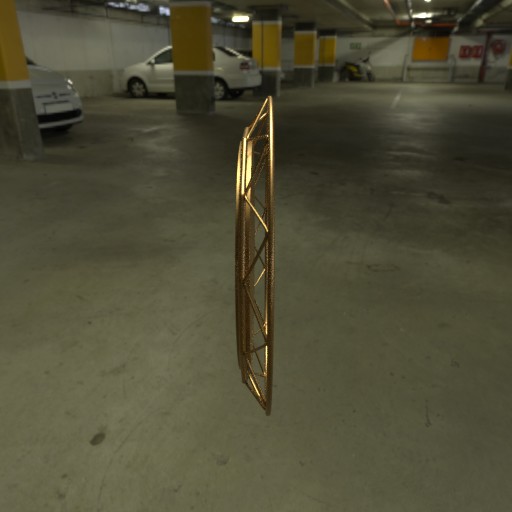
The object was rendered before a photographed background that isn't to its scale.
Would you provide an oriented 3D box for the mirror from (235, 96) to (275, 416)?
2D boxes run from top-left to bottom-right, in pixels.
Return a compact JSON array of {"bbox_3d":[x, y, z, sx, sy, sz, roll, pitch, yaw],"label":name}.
[{"bbox_3d":[0.000,0.000,0.668,0.043,0.454,0.454,0,24,1],"label":"mirror"}]
